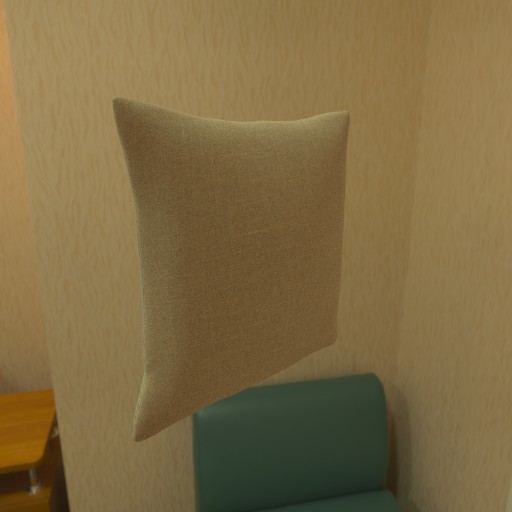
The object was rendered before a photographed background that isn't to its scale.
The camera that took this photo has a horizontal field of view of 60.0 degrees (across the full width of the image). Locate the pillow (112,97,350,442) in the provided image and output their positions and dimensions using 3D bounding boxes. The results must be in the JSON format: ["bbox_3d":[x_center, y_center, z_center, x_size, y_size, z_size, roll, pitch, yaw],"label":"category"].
[{"bbox_3d":[0.000,0.000,0.786,0.512,0.506,0.178,-14,20,-42],"label":"pillow"}]
